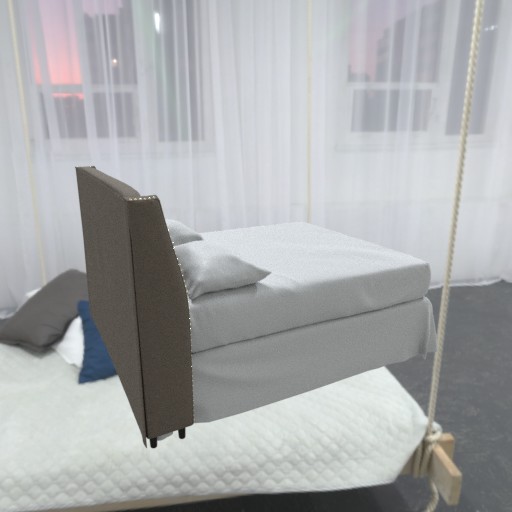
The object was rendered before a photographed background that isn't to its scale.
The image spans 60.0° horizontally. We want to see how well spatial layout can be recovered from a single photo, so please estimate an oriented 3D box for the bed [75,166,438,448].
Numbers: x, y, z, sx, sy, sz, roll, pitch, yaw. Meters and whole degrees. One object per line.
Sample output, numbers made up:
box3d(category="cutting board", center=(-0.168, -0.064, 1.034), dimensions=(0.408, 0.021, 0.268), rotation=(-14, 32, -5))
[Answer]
box3d(category="bed", center=(0.000, 0.000, 3.387), dimensions=(2.276, 1.332, 1.925), rotation=(-8, 18, -27))
